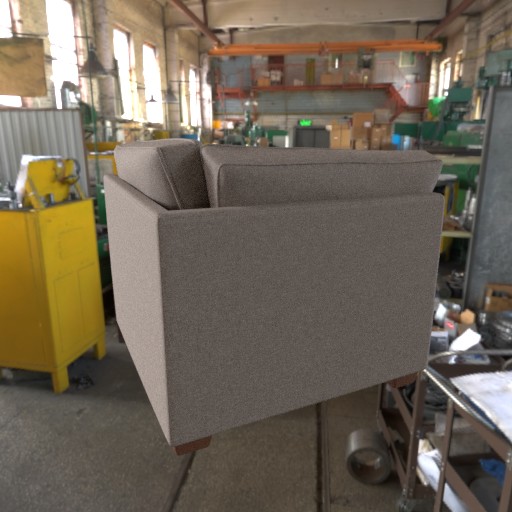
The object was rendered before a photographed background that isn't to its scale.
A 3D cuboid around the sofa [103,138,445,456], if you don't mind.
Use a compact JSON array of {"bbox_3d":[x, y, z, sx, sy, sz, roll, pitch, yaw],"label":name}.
[{"bbox_3d":[0.000,0.000,1.852,1.050,0.951,1.042,-7,16,-25],"label":"sofa"}]
